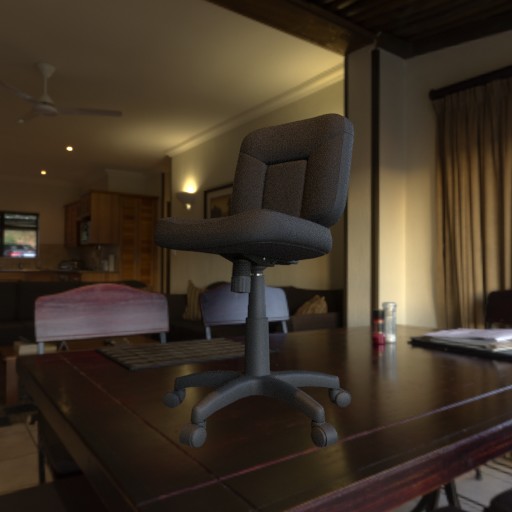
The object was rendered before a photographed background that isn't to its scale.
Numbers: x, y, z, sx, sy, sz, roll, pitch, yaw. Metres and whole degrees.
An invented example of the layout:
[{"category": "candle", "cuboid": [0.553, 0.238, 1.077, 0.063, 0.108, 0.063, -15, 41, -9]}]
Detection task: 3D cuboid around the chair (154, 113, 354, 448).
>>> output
[{"category": "chair", "cuboid": [0.000, 0.000, 1.359, 0.610, 0.972, 0.610, -1, -2, 35]}]
